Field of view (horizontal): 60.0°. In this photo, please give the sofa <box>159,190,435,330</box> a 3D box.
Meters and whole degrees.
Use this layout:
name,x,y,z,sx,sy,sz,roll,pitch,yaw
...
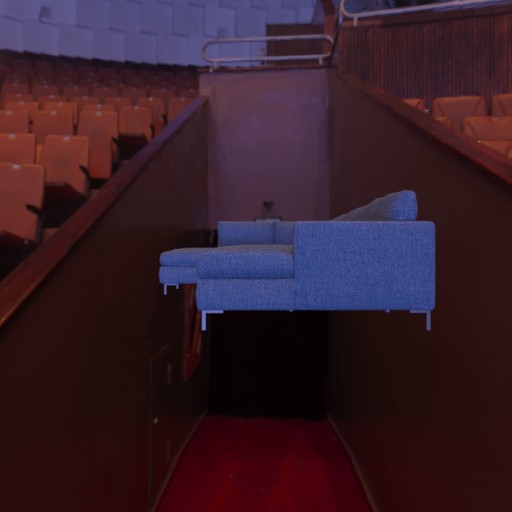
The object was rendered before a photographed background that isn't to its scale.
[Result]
name,x,y,z,sx,sy,sz,roll,pitch,yaw
sofa,0.000,0.000,3.637,1.879,0.753,2.737,0,0,0
